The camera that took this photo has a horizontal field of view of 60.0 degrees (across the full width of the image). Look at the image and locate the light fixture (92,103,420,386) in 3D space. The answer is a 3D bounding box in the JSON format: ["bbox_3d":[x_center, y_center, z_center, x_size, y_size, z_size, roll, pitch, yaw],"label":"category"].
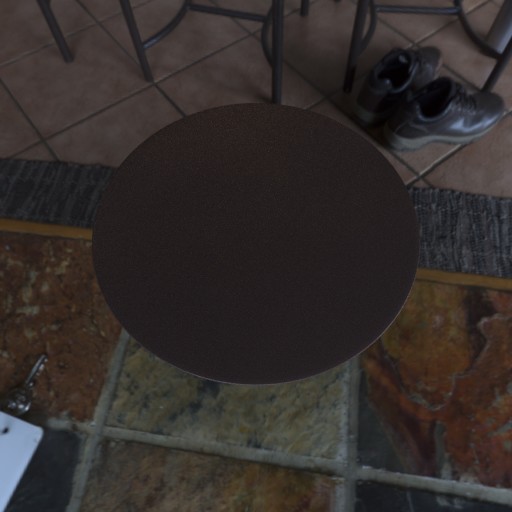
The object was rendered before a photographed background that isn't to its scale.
[{"bbox_3d":[0.000,0.000,0.442,0.280,0.135,0.280,0,62,0],"label":"light fixture"}]
